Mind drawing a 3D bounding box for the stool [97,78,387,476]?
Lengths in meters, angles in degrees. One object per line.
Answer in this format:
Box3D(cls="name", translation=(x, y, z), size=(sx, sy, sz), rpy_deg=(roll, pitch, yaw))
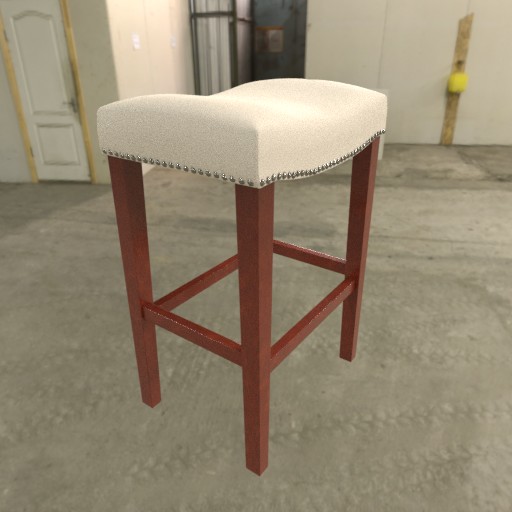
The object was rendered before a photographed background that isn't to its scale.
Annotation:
Box3D(cls="stool", translation=(0.000, 0.000, 1.035), size=(0.372, 0.742, 0.504), rpy_deg=(18, 31, 31))
